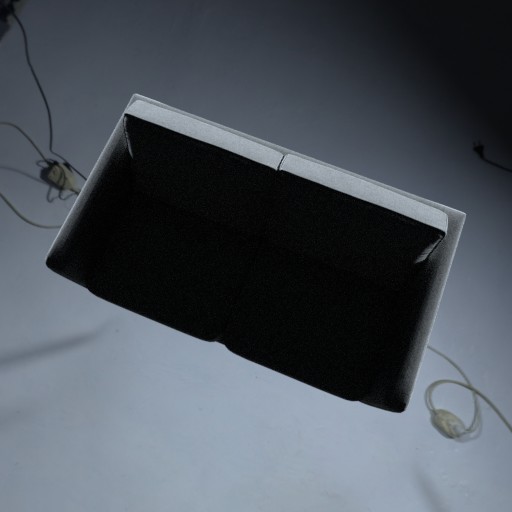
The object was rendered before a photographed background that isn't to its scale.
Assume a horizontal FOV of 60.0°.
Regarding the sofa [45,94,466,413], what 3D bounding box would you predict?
[{"bbox_3d":[0.000,0.000,2.291,1.731,0.900,1.000,21,76,5],"label":"sofa"}]
